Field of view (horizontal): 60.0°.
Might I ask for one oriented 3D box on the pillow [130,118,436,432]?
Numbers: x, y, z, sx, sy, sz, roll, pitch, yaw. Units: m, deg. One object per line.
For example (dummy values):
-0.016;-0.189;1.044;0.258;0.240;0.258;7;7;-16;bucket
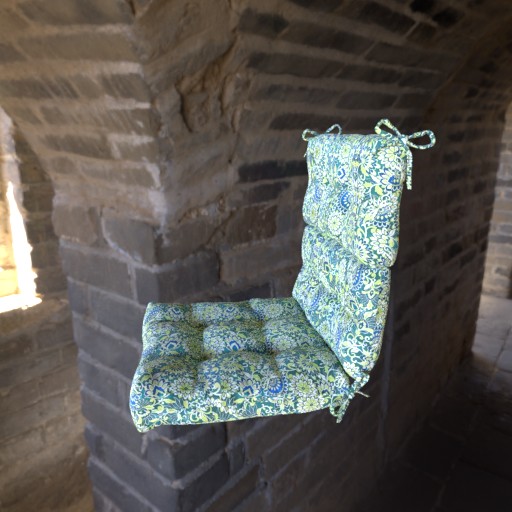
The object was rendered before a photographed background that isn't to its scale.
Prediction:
0.000;0.000;1.037;0.571;0.605;0.519;-3;16;-9;pillow
